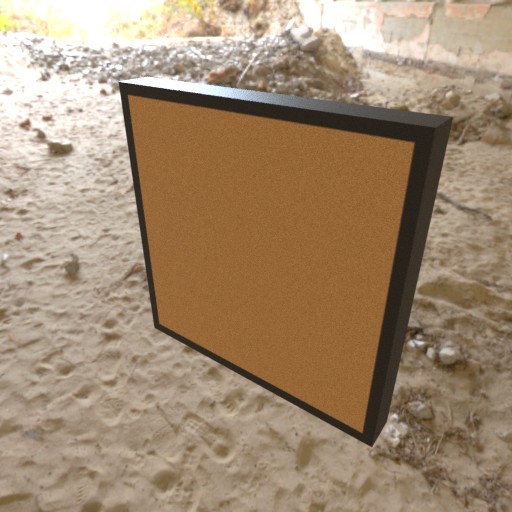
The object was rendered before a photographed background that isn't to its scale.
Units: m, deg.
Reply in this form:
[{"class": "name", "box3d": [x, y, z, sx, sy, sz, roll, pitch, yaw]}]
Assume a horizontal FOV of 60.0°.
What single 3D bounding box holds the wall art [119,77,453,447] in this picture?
[{"class": "wall art", "box3d": [0.000, 0.000, 0.440, 0.304, 0.304, 0.038, 20, 36, 31]}]
